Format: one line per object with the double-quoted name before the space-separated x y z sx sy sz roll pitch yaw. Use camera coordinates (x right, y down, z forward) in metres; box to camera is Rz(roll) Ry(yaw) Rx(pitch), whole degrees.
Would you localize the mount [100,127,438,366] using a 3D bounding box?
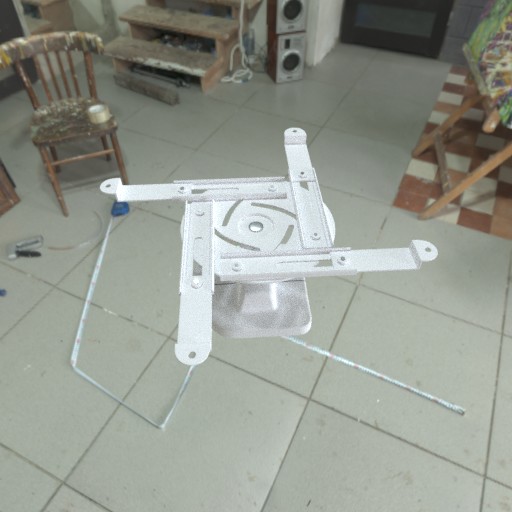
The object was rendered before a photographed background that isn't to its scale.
"mount" 0.000 0.000 0.582 0.394 0.141 0.394 -3 46 -2
